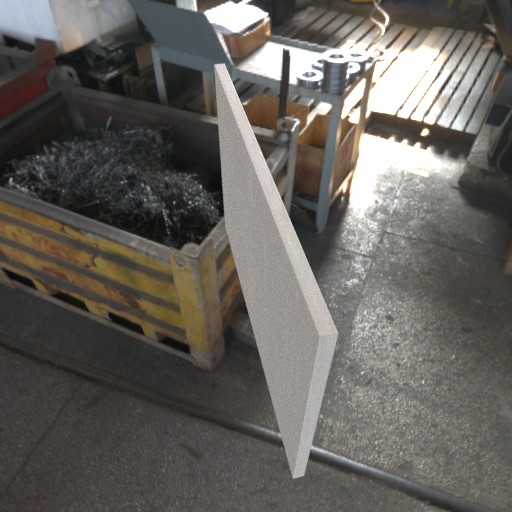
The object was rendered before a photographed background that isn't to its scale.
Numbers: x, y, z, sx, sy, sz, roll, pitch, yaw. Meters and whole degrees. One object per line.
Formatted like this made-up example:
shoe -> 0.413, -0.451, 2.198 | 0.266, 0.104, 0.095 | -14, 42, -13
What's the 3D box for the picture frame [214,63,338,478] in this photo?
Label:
picture frame -> 0.000, 0.000, 1.199 | 0.029, 0.640, 0.950 | -10, 47, -9
